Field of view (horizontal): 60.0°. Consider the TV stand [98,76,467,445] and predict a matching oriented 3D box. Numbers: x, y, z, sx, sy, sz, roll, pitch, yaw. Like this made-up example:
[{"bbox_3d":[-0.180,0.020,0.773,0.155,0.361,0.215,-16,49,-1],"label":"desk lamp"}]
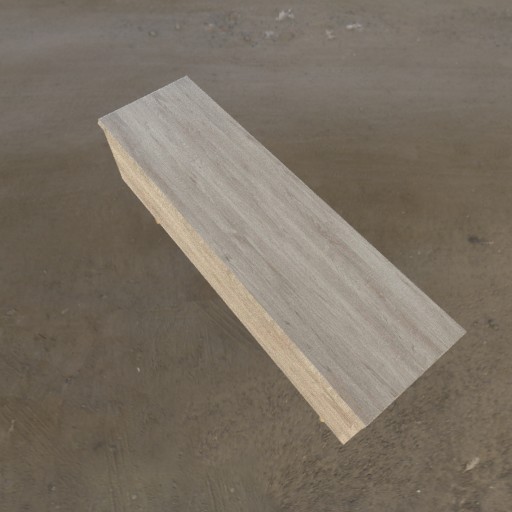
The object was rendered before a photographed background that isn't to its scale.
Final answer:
[{"bbox_3d":[0.000,0.000,1.606,0.401,0.565,1.313,-34,65,-19],"label":"TV stand"}]
